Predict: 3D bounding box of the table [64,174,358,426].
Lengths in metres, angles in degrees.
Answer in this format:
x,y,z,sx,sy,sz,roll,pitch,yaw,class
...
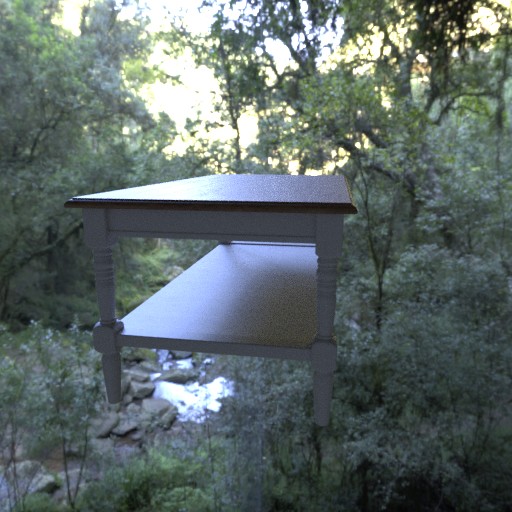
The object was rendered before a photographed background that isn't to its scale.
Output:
x,y,z,sx,sy,sz,roll,pitch,yaw,class
0.000,0.000,1.397,0.559,0.458,1.118,2,13,10,table
